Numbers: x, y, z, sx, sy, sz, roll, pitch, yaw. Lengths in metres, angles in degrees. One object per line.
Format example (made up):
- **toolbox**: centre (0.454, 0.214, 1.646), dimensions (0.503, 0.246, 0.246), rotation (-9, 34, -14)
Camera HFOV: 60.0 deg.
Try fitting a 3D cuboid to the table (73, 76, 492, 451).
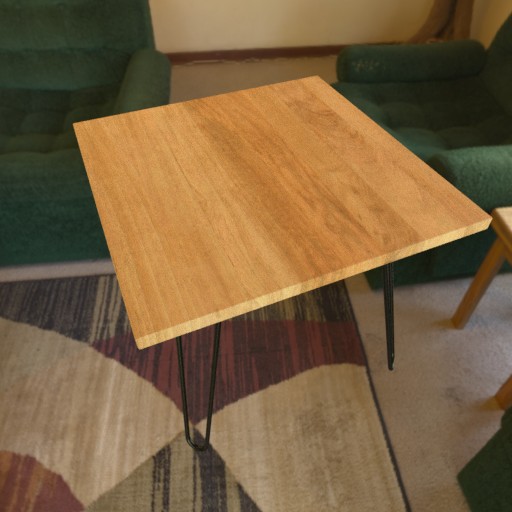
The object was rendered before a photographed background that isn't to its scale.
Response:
- **table**: centre (0.000, 0.000, 1.023), dimensions (0.599, 0.500, 0.599), rotation (-17, 48, -16)
